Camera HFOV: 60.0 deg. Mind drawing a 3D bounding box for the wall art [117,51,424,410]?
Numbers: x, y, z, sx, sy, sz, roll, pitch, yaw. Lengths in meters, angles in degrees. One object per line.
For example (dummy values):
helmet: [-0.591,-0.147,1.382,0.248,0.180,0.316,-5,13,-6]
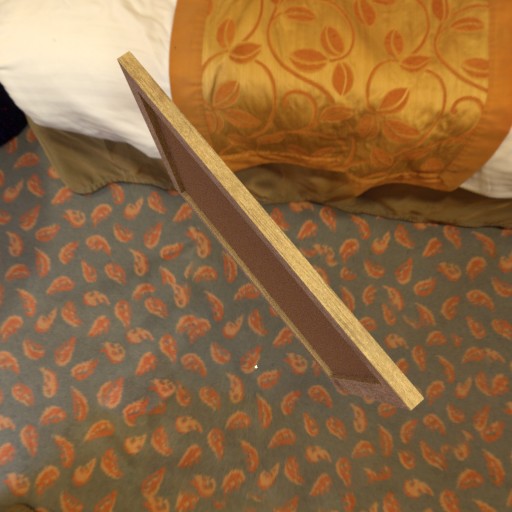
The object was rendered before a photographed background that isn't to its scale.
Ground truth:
wall art: [0.000,0.000,0.912,0.026,0.535,0.690,-38,79,-9]
